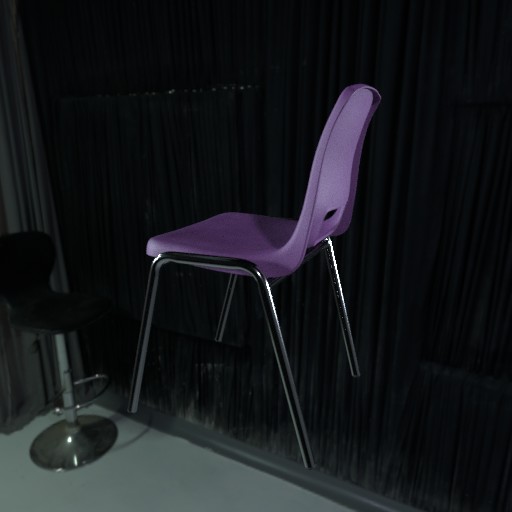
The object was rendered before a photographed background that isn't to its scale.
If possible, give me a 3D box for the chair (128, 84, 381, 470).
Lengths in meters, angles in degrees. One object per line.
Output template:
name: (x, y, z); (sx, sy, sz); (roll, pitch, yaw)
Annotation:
chair: (0.000, 0.000, 0.926); (0.432, 0.654, 0.381); (8, 18, 25)
